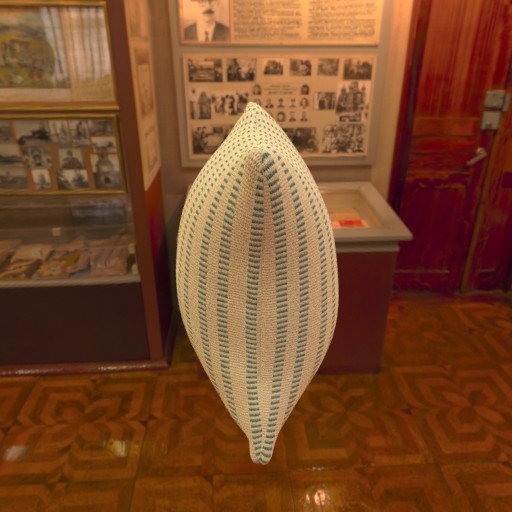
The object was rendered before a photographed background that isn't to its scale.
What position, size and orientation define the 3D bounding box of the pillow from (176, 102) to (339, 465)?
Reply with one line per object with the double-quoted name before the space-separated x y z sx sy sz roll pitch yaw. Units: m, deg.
"pillow" 0.000 0.000 0.696 0.247 0.419 0.438 -1 25 -1
